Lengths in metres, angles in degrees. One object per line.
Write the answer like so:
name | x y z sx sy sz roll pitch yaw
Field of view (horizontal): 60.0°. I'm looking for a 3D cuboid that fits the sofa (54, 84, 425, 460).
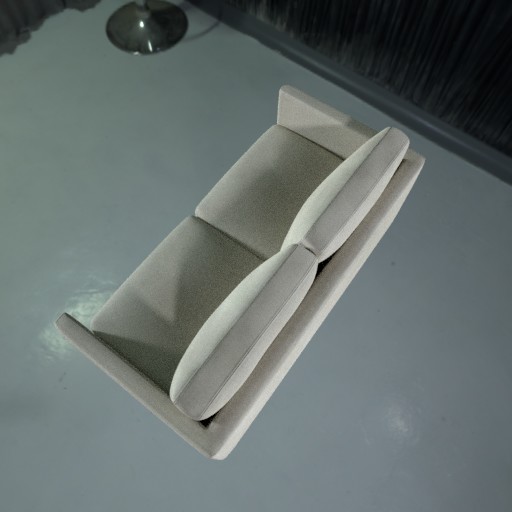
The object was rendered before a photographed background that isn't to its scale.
sofa | 0.000 0.000 2.395 0.950 0.940 1.846 34 69 15
